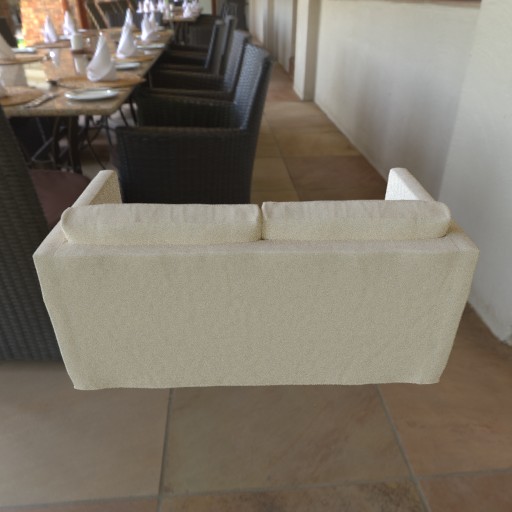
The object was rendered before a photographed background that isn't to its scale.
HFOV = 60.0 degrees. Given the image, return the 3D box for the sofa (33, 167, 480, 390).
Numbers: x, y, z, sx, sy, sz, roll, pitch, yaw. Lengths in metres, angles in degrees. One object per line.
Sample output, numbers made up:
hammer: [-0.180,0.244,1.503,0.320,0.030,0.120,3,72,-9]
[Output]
sofa: [0.000,0.000,2.228,1.746,0.834,0.962,-1,31,-1]
